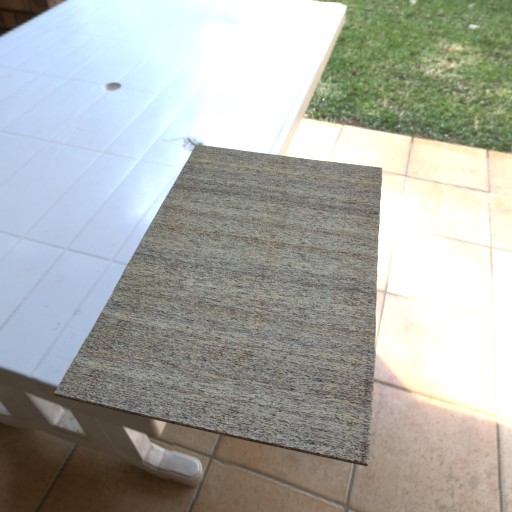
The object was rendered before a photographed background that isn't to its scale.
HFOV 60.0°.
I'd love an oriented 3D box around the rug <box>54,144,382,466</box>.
[{"bbox_3d":[0.000,0.000,2.281,1.243,0.014,1.846,9,47,9],"label":"rug"}]
